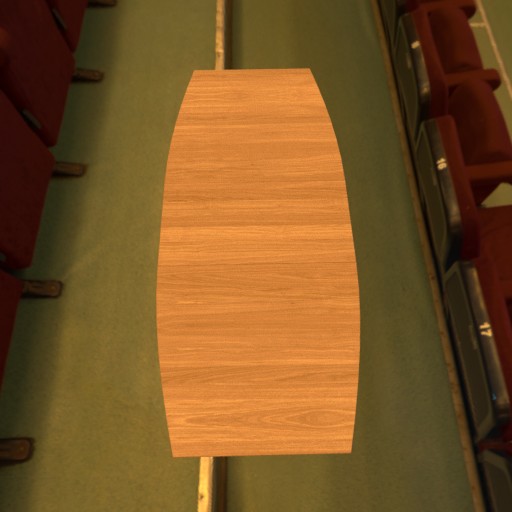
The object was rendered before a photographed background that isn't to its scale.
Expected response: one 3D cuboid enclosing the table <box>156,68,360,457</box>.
[{"bbox_3d":[0.000,0.000,2.443,0.900,0.750,2.032,-1,64,-1],"label":"table"}]
